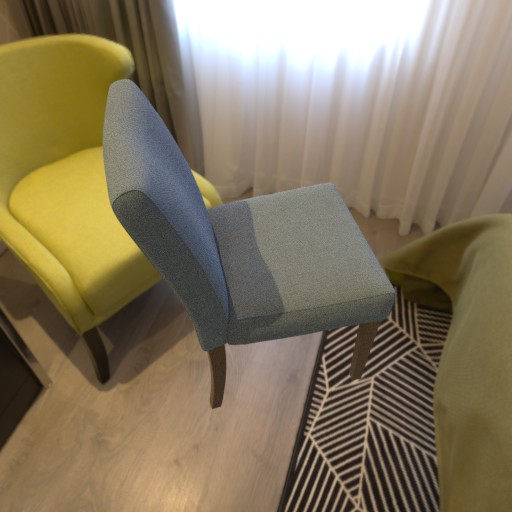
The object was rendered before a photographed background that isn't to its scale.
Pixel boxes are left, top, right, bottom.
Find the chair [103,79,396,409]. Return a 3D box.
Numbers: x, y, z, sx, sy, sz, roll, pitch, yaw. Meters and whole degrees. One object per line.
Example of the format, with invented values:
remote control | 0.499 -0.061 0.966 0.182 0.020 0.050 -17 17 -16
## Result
chair | 0.000 0.000 1.232 0.629 0.882 0.487 -10 48 -9
